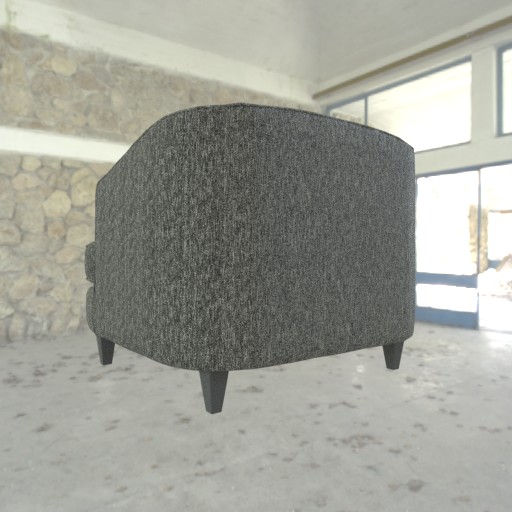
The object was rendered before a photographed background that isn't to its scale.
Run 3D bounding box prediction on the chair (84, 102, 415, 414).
[{"bbox_3d":[0.000,0.000,1.739,1.104,0.852,0.941,0,1,-35],"label":"chair"}]
